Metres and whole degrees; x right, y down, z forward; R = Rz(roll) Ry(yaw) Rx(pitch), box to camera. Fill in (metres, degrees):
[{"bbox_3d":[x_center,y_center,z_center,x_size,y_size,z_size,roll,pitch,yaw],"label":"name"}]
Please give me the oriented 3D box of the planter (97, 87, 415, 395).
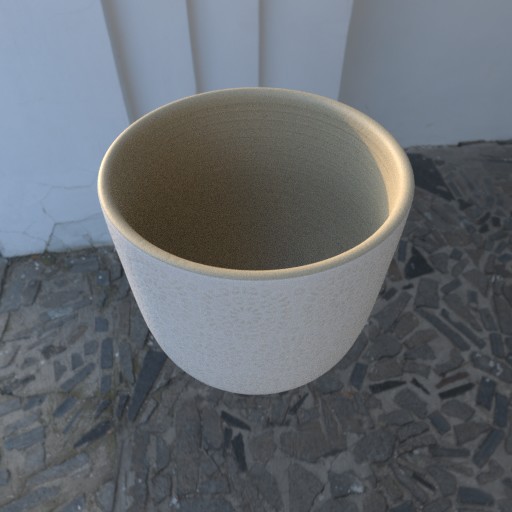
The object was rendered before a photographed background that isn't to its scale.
[{"bbox_3d":[0.000,0.000,0.367,0.208,0.190,0.208,0,47,0],"label":"planter"}]
